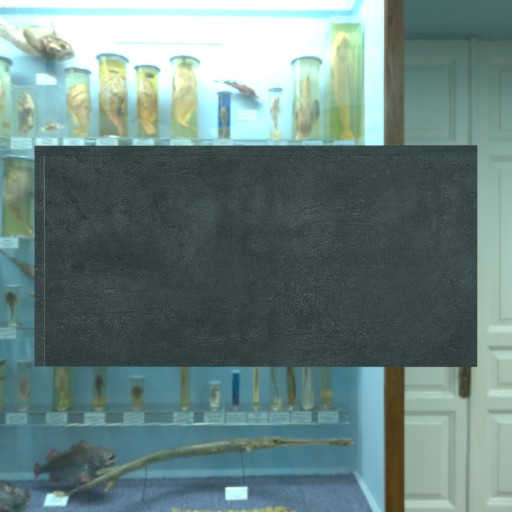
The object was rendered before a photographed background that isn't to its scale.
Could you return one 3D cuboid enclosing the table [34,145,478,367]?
[{"bbox_3d":[0.000,0.000,0.899,0.700,0.350,0.400,0,0,0],"label":"table"}]
